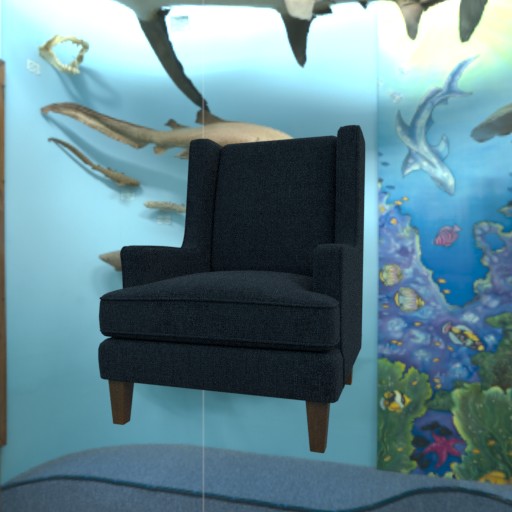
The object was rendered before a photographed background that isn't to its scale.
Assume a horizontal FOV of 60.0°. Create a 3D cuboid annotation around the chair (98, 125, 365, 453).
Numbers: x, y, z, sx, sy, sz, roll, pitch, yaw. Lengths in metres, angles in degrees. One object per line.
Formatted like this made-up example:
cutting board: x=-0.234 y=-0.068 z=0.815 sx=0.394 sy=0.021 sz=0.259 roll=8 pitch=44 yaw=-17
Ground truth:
chair: x=0.000 y=0.000 z=1.718 sx=0.764 sy=1.072 sz=0.947 roll=0 pitch=0 yaw=18
